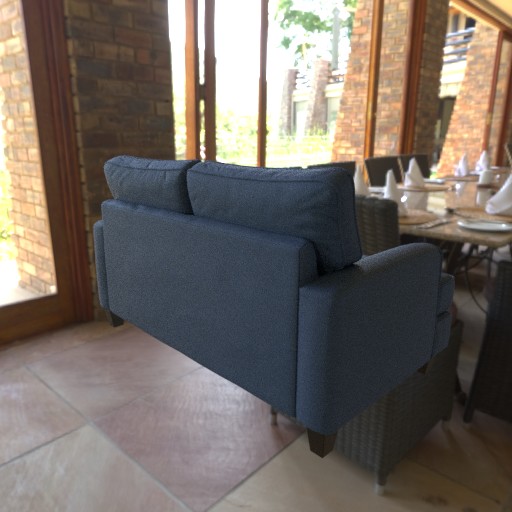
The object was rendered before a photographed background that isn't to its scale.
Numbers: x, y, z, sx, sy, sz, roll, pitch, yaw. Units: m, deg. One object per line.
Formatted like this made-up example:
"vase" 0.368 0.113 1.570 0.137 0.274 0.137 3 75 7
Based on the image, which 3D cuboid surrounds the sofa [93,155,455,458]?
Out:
"sofa" 0.000 0.000 2.205 0.965 0.965 1.651 -14 21 -42
